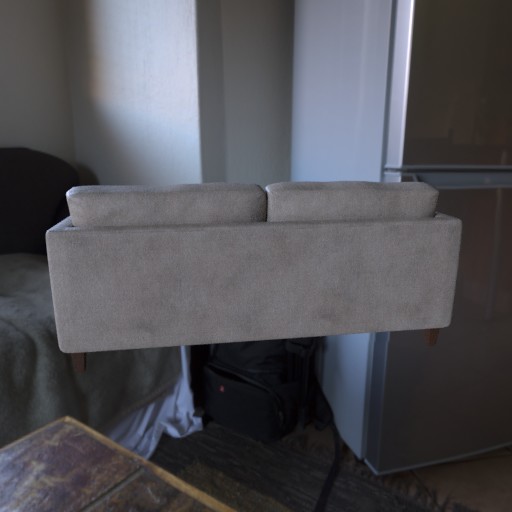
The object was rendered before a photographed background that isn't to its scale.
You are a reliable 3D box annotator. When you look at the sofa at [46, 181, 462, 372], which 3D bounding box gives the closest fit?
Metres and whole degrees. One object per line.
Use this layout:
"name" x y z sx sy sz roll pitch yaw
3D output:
"sofa" 0.000 0.000 2.783 2.208 0.965 0.951 -2 15 -9
